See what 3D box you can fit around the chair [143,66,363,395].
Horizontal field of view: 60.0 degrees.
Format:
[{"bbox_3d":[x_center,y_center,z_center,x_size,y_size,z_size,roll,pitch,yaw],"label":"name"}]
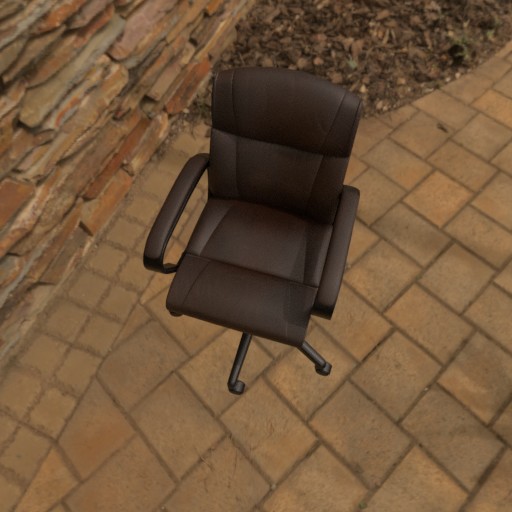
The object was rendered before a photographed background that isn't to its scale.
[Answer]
[{"bbox_3d":[0.000,0.000,1.529,0.739,1.004,0.717,15,60,9],"label":"chair"}]
